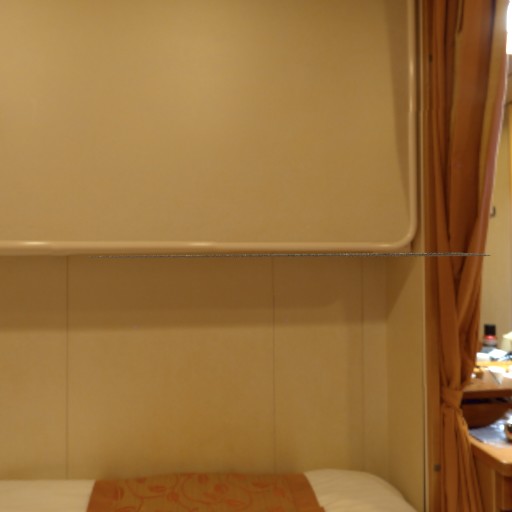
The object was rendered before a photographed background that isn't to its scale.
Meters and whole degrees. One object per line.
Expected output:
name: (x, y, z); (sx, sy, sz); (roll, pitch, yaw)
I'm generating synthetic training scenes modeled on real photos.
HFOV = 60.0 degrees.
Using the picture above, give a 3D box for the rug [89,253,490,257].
rug: (0.000, 0.000, 2.691); (2.443, 0.008, 0.688); (0, -1, 36)
